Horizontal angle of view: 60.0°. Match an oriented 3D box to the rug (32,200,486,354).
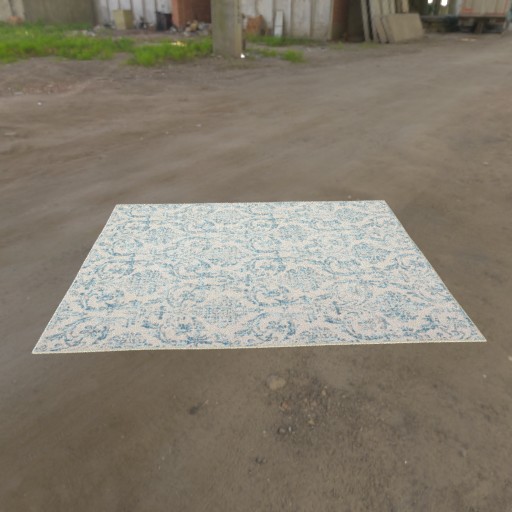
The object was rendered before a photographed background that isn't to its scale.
[{"bbox_3d":[0.000,0.000,3.916,2.980,0.012,2.363,-1,30,-2],"label":"rug"}]
